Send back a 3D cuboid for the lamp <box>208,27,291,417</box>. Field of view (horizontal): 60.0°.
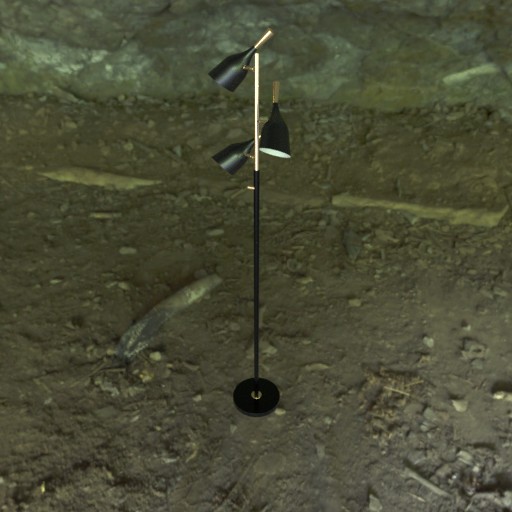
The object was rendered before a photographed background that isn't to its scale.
[{"bbox_3d":[0.000,0.000,1.943,0.253,1.778,0.434,-21,36,-31],"label":"lamp"}]
